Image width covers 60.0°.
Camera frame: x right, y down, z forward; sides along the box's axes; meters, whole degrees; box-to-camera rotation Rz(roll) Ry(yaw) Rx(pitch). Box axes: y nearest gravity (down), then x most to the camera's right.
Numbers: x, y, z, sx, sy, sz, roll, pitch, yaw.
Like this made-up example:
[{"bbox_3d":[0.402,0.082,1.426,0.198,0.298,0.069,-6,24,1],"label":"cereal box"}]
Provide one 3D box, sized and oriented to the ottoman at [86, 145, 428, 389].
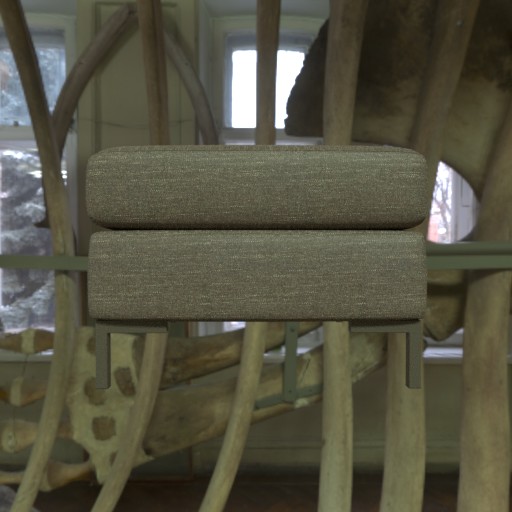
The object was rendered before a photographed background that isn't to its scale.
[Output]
[{"bbox_3d":[0.000,0.000,1.221,0.671,0.490,0.820,0,1,0],"label":"ottoman"}]
